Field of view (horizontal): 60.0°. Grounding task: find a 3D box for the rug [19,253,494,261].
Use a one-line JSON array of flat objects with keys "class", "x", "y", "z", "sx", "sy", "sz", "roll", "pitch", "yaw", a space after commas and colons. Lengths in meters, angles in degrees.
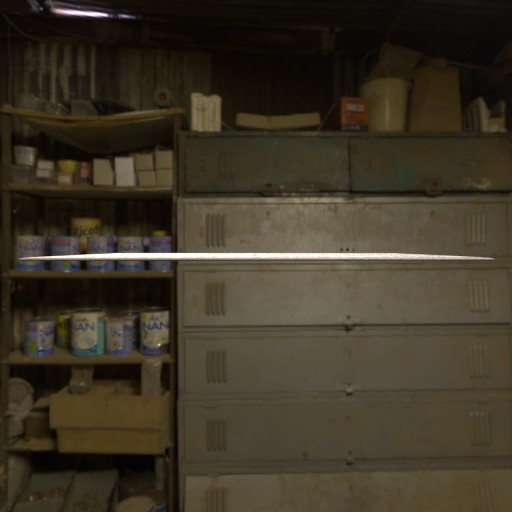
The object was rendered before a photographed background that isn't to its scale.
[{"class": "rug", "x": 0.000, "y": 0.000, "z": 2.330, "sx": 1.847, "sy": 0.012, "sz": 1.224, "roll": 0, "pitch": 1, "yaw": -1}]
